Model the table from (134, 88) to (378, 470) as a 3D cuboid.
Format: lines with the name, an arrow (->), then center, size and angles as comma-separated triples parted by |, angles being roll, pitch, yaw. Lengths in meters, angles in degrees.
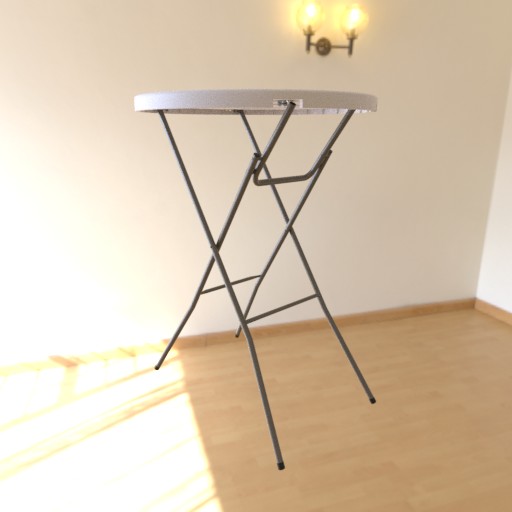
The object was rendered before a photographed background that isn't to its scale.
table -> 0.000, 0.000, 1.644 | 0.792, 1.105, 0.795 | -15, 22, -41
